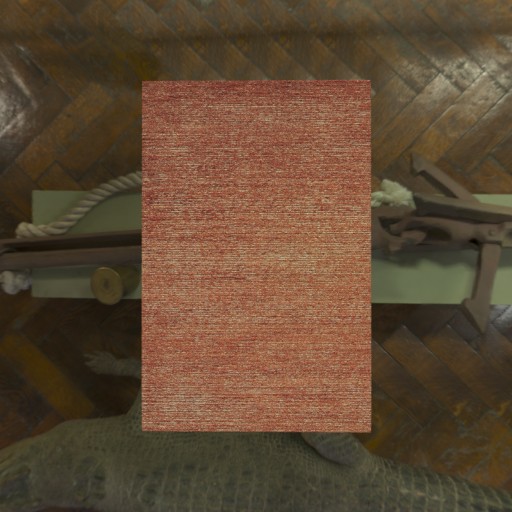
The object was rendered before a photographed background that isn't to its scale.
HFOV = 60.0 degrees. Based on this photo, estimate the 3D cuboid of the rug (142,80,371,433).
[{"bbox_3d":[0.000,0.000,2.203,1.139,0.011,1.747,0,90,1],"label":"rug"}]
